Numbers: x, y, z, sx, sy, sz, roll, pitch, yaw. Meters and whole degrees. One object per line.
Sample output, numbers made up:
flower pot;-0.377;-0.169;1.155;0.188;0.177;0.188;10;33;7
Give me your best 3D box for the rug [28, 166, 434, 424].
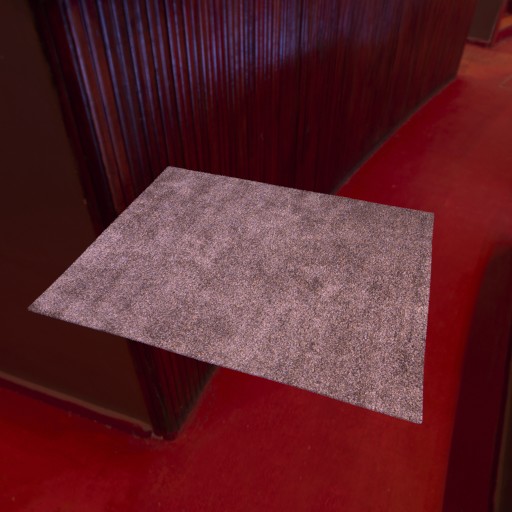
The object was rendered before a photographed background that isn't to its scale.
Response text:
rug;0.000;0.000;4.001;3.000;0.025;2.401;12;42;14
